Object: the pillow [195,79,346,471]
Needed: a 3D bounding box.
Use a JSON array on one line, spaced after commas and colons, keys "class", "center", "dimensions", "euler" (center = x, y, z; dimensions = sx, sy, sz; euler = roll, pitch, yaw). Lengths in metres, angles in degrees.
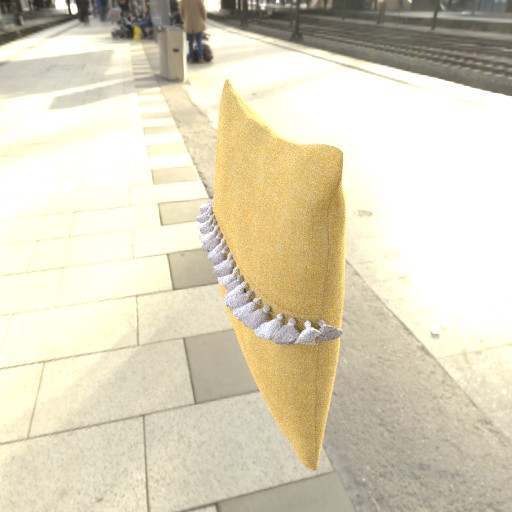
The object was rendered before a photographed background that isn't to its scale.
[{"class": "pillow", "center": [0.000, 0.000, 0.730], "dimensions": [0.167, 0.481, 0.485], "euler": [-9, 31, -14]}]
